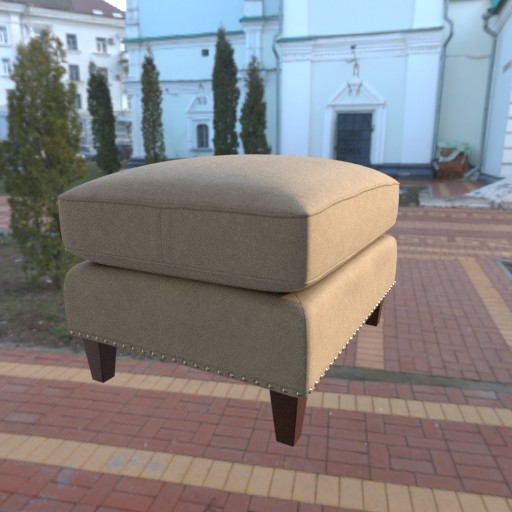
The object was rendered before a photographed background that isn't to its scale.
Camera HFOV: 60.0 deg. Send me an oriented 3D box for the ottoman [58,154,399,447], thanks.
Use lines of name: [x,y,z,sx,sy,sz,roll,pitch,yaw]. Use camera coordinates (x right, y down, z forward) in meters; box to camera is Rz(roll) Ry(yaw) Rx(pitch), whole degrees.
ottoman: [0.000,0.000,1.149,0.584,0.513,0.741,7,15,27]
